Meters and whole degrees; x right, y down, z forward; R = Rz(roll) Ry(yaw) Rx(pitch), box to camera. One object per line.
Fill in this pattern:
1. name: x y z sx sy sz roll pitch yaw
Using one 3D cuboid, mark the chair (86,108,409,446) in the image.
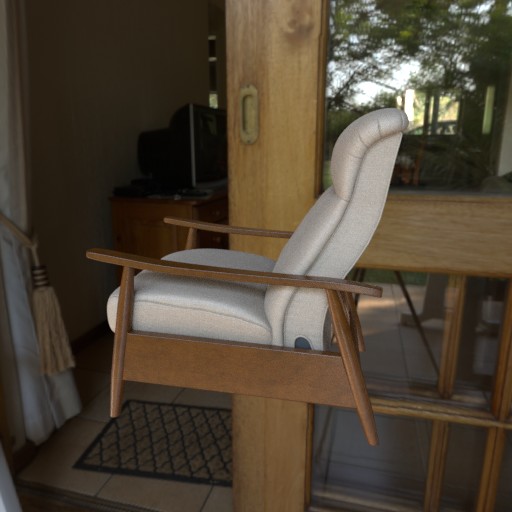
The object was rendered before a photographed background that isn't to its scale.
1. chair: 0.000 0.000 1.772 1.030 1.082 0.762 2 14 10
